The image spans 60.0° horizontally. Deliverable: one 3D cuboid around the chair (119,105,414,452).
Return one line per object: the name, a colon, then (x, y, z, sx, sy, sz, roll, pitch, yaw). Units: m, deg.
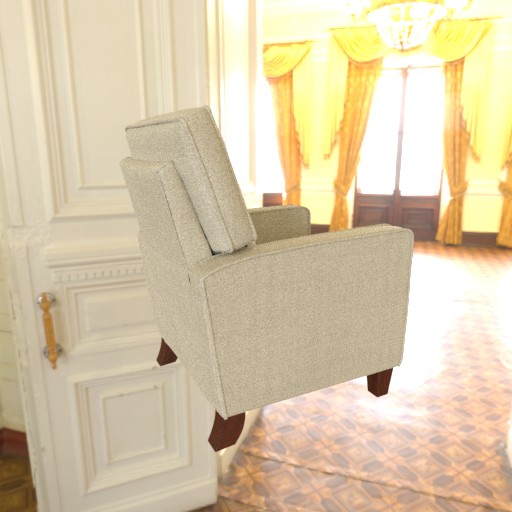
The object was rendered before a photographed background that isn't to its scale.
chair: (0.000, 0.000, 1.454, 0.754, 0.888, 0.648, -7, 16, -27)
